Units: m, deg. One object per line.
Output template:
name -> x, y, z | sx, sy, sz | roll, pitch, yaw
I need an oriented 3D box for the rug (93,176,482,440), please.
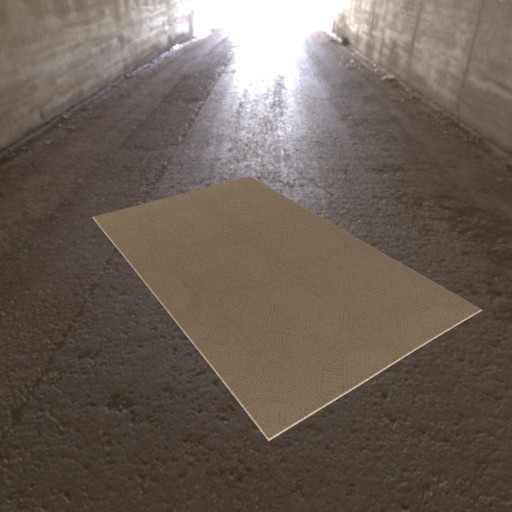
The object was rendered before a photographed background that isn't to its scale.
rug -> 0.000, 0.000, 3.065 | 1.524, 0.008, 2.440 | -20, 37, -28
